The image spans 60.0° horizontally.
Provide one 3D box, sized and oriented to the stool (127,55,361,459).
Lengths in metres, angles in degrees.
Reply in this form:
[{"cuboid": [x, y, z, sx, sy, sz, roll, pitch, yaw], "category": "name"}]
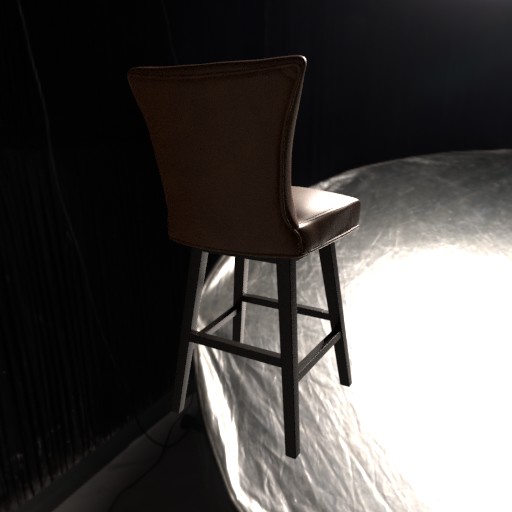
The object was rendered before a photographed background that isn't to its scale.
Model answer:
[{"cuboid": [0.000, 0.000, 1.411, 0.522, 1.094, 0.585, 9, 19, 28], "category": "stool"}]
